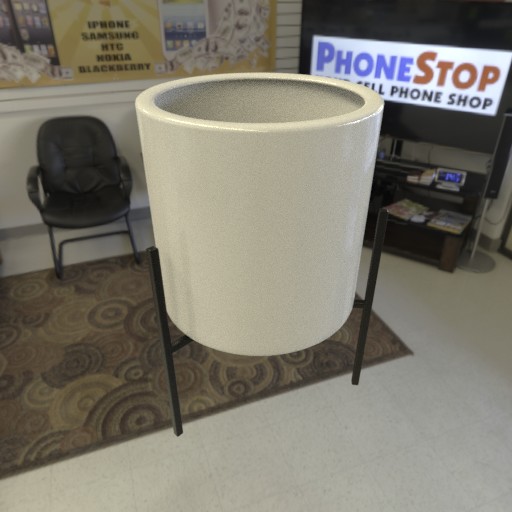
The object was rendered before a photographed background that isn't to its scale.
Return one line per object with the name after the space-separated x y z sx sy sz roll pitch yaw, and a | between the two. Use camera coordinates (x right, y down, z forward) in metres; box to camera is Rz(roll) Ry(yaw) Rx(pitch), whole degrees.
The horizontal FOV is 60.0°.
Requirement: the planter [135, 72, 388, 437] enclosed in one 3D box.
0.000 0.000 0.499 0.239 0.356 0.239 -9 33 -15 | planter
